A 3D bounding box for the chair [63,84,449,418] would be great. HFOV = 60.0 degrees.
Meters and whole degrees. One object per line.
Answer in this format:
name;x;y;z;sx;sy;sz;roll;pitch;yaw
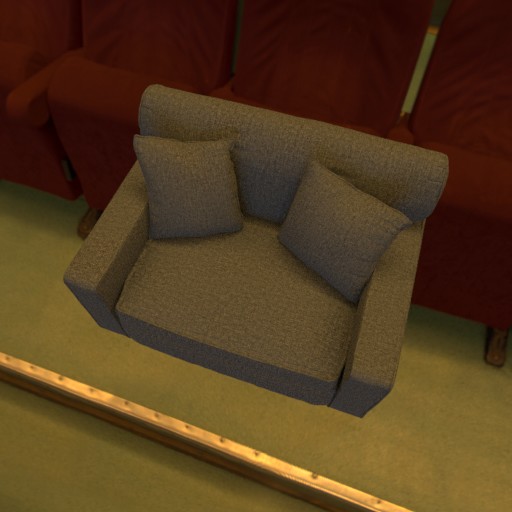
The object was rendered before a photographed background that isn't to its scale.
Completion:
chair;0.000;0.000;2.063;1.383;0.948;1.000;17;61;10
